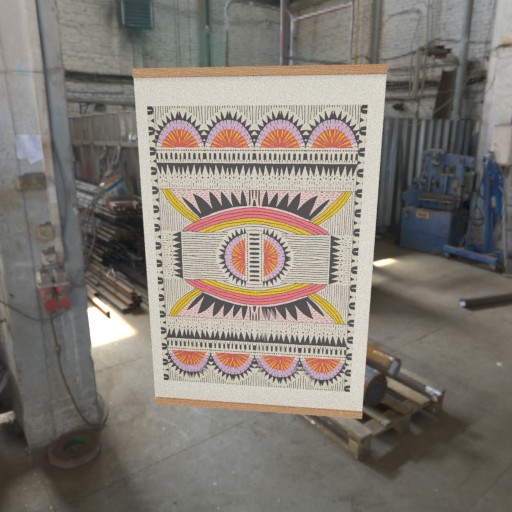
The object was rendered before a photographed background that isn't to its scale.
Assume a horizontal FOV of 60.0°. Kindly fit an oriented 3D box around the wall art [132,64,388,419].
[{"bbox_3d":[0.000,0.000,1.934,0.999,1.533,0.028,2,15,7],"label":"wall art"}]
